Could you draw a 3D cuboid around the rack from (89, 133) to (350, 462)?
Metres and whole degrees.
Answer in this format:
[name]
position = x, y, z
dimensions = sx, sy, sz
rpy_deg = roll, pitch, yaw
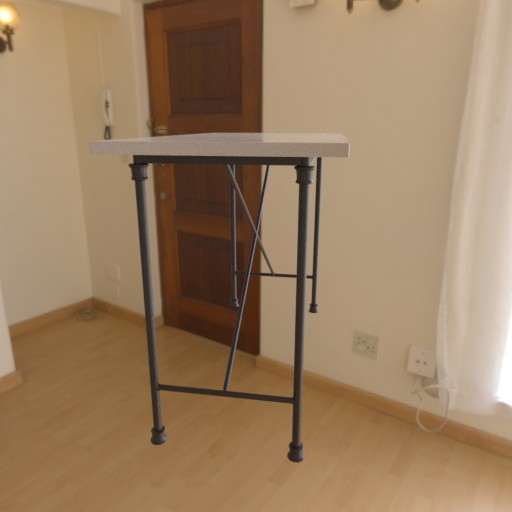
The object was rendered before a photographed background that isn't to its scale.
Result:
[rack]
position = 0.000, 0.000, 1.682
dimensions = 0.613, 0.880, 1.159
rpy_deg = 3, 17, 9
